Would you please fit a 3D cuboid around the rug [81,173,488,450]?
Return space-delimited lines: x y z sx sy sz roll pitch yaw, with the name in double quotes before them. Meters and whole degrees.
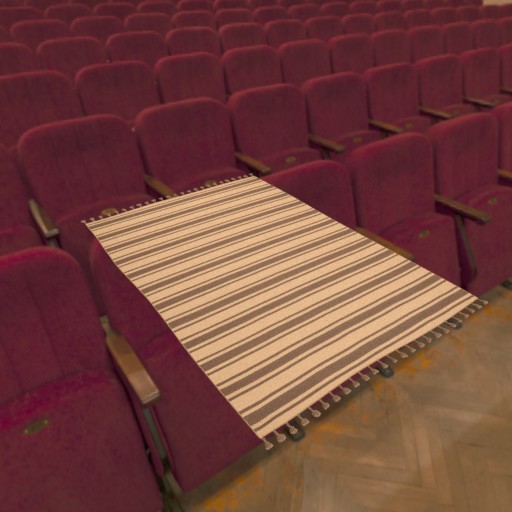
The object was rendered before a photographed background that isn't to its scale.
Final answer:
"rug" 0.000 0.000 3.766 2.030 0.017 3.040 -21 38 -29
